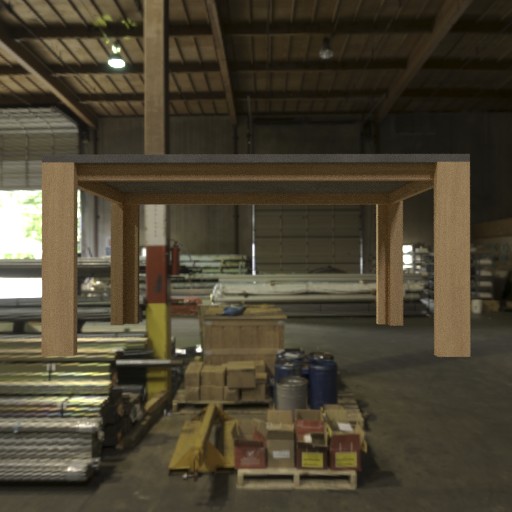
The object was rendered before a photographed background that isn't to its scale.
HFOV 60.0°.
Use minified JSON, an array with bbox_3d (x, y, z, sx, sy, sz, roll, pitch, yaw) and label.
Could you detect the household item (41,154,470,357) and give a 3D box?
[{"bbox_3d":[0.000,0.000,2.080,1.600,0.755,0.850,0,0,0],"label":"household item"}]
